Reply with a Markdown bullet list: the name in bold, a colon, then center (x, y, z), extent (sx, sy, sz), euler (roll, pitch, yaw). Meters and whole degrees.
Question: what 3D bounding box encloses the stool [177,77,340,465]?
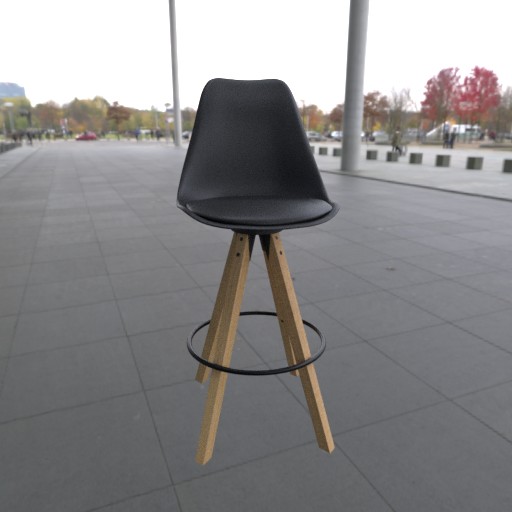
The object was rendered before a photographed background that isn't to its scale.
- **stool**: center (0.000, 0.000, 1.415), extent (0.485, 1.115, 0.550), euler (-2, 16, -7)
